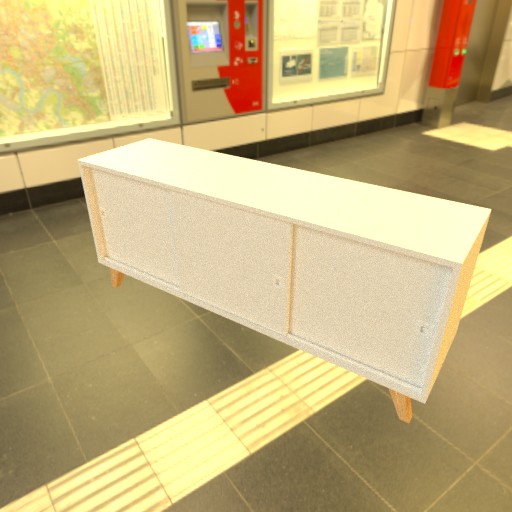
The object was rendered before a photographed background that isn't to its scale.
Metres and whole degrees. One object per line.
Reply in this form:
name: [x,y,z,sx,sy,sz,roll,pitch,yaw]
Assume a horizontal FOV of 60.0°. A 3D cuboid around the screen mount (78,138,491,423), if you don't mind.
screen mount: [0.000,0.000,1.744,1.490,0.619,0.400,18,34,29]
